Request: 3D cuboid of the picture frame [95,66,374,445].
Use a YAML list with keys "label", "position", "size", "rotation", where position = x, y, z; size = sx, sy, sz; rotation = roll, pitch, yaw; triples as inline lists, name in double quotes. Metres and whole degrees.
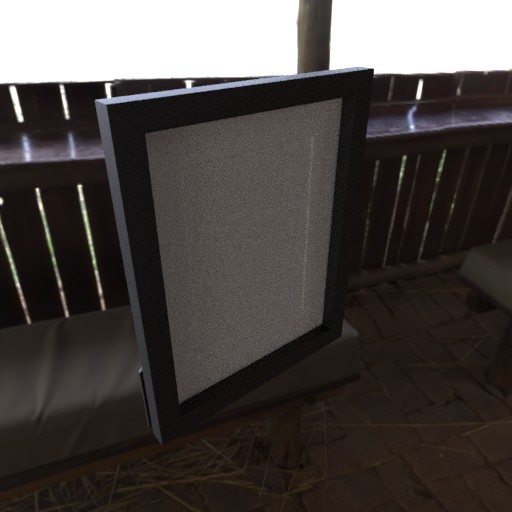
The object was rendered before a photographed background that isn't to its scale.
- label: "picture frame"
  position: [0.000, 0.000, 0.513]
  size: [0.307, 0.383, 0.036]
  rotation: [-22, 37, -33]
